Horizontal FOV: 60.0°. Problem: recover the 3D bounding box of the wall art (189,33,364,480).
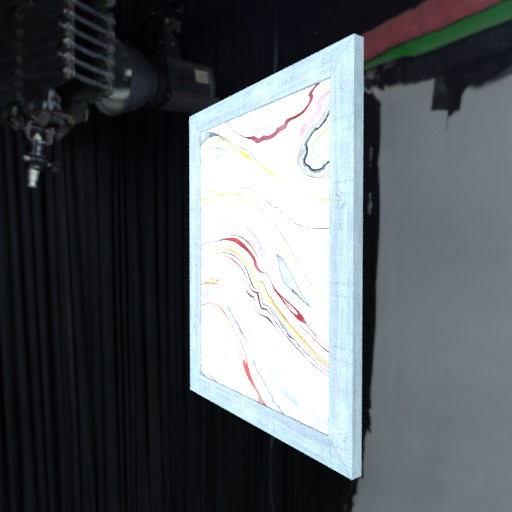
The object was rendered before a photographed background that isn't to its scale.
[{"bbox_3d":[0.000,0.000,0.809,0.020,0.613,0.481,-1,2,-36],"label":"wall art"}]
